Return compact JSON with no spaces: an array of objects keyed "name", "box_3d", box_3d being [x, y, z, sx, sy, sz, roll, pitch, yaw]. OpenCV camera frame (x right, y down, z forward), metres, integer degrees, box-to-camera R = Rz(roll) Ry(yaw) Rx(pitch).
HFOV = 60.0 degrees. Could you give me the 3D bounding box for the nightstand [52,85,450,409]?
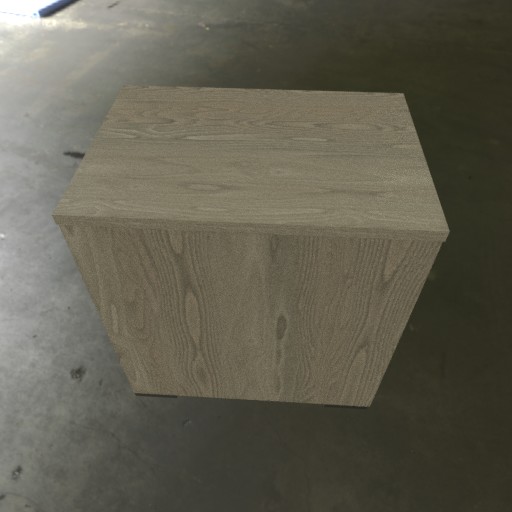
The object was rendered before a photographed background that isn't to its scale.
[{"name":"nightstand","box_3d":[0.000,0.000,0.770,0.442,0.461,0.325,3,47,2]}]
